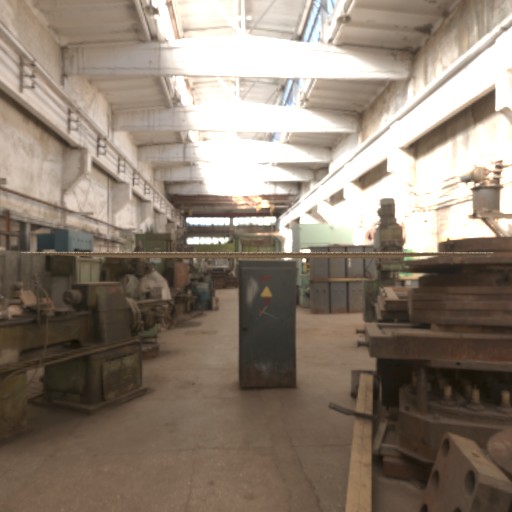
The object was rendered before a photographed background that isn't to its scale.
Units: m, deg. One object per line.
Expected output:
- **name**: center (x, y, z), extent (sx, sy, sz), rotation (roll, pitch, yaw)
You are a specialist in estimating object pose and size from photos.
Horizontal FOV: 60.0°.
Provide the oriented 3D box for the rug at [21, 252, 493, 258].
- **rug**: center (0.000, 0.000, 4.050), extent (3.037, 0.010, 2.453), rotation (0, -1, -1)
